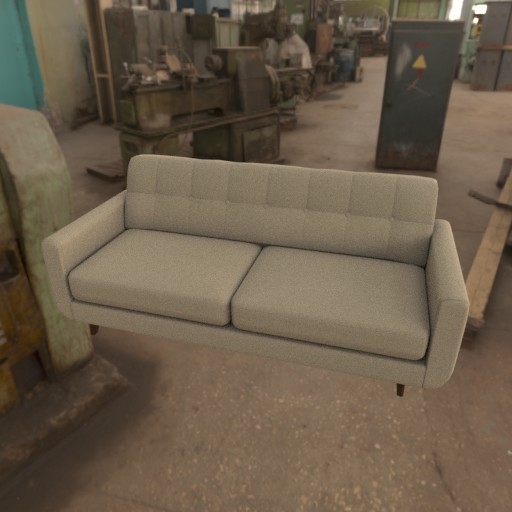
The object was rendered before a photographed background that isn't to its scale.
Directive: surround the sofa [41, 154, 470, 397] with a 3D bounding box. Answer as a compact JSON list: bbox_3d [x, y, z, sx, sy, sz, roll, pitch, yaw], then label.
[{"bbox_3d":[0.000,0.000,2.574,2.137,0.892,0.980,8,29,14],"label":"sofa"}]
